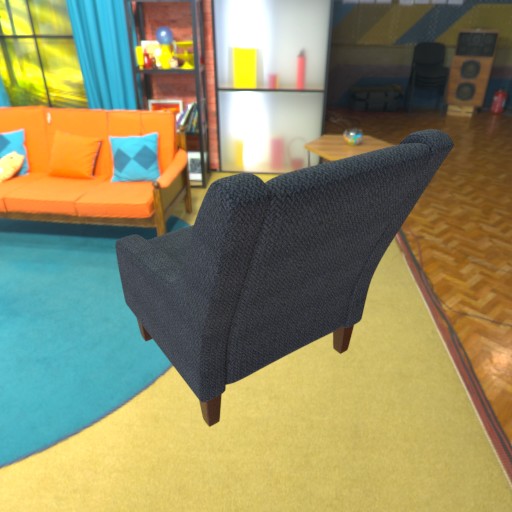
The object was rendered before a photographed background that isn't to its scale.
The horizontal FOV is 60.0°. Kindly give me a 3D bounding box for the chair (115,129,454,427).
[{"bbox_3d":[0.000,0.000,1.679,0.793,1.012,0.944,-20,35,-30],"label":"chair"}]
